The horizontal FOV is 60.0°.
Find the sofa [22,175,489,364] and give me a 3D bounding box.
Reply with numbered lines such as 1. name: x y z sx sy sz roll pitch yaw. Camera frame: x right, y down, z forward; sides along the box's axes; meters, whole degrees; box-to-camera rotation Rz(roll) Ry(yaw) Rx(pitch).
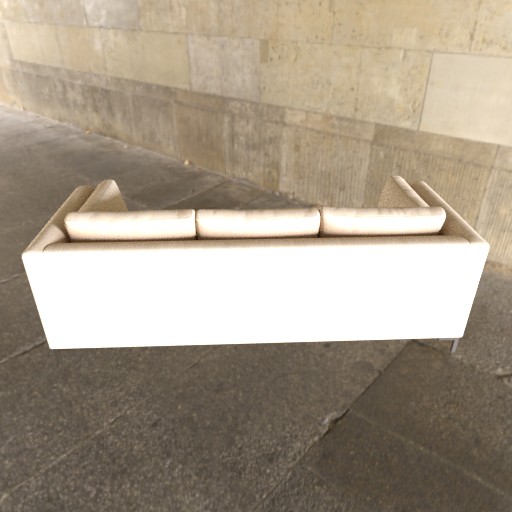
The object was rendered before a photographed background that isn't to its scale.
1. sofa: 0.000 0.000 2.844 2.415 0.867 0.969 -1 30 -2
